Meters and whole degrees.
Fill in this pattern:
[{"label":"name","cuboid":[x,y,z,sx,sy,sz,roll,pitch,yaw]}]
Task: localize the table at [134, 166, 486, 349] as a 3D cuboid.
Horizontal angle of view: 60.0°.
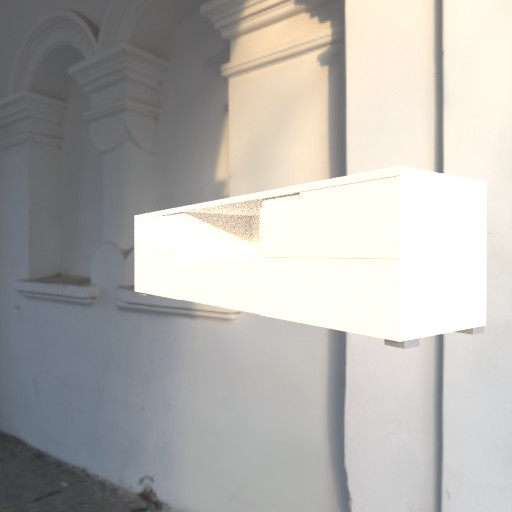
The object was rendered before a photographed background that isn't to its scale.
[{"label":"table","cuboid":[0.000,0.000,1.790,0.390,0.420,1.650,0,0,-36]}]
